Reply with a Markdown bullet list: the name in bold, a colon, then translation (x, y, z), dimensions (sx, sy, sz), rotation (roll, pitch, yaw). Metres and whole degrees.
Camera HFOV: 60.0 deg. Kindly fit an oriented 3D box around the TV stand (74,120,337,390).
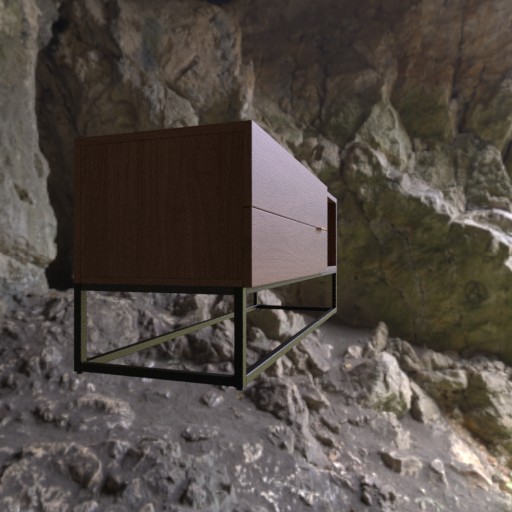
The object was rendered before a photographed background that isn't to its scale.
- **TV stand**: translation (0.000, 0.000, 1.443), dimensions (0.415, 0.500, 1.200), rotation (0, 0, 19)
